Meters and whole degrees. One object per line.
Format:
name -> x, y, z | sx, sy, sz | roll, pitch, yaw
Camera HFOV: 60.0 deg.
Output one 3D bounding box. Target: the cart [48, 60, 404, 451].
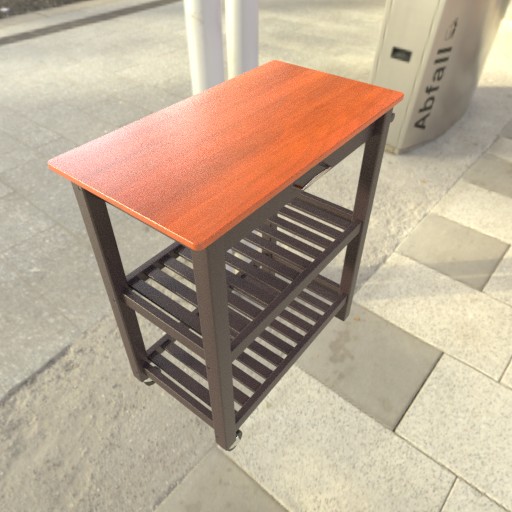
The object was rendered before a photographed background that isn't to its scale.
cart -> 0.000, 0.000, 1.426 | 0.457, 0.927, 0.899 | 28, 49, 27
